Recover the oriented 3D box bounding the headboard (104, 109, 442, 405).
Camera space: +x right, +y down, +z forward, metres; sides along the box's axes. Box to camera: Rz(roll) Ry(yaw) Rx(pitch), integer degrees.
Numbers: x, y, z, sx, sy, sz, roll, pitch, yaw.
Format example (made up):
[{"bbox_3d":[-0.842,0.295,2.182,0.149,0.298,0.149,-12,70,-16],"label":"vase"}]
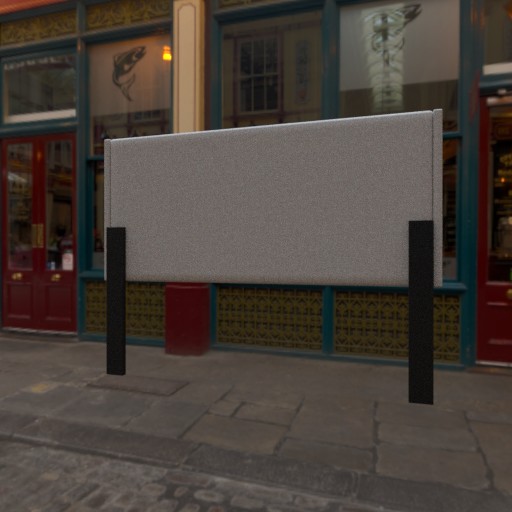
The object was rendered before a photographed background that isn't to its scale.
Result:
[{"bbox_3d":[0.000,0.000,2.646,2.051,1.524,0.184,0,0,17],"label":"headboard"}]
